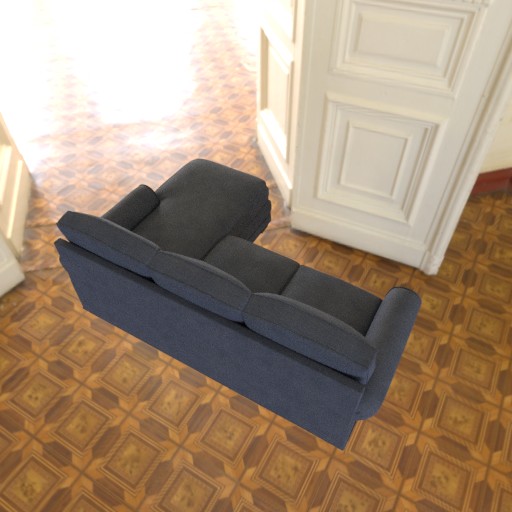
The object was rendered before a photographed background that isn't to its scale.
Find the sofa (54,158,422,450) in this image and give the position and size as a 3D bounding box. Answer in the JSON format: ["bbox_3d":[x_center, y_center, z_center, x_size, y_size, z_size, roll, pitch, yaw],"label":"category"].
[{"bbox_3d":[0.000,0.000,3.553,2.567,1.063,1.780,23,51,20],"label":"sofa"}]
